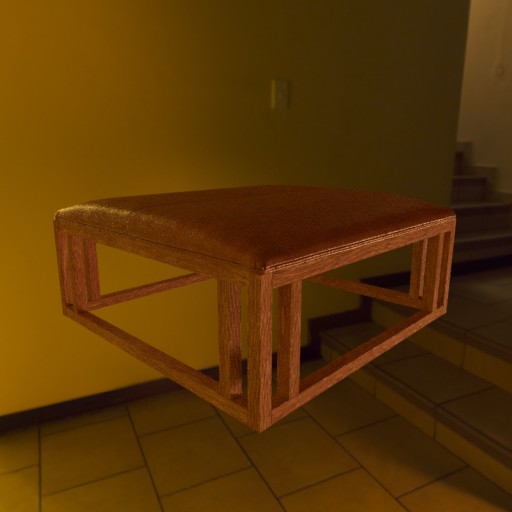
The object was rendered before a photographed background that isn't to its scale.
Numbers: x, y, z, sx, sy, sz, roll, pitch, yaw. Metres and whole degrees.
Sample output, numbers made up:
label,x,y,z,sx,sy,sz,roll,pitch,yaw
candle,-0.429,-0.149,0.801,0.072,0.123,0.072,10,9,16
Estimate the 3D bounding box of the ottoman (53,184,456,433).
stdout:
label,x,y,z,sx,sy,sz,roll,pitch,yaw
ottoman,0.000,0.000,1.598,1.013,0.442,1.016,13,19,43
